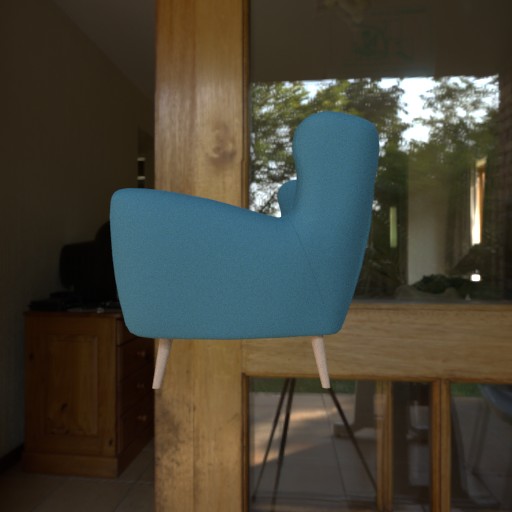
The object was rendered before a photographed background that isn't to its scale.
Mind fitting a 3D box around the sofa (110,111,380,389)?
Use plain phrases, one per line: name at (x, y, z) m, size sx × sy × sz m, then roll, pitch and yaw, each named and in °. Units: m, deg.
sofa at (0.000, 0.000, 1.979) m, size 0.889 × 0.889 × 1.397 m, roll 0°, pitch 0°, yaw 1°
